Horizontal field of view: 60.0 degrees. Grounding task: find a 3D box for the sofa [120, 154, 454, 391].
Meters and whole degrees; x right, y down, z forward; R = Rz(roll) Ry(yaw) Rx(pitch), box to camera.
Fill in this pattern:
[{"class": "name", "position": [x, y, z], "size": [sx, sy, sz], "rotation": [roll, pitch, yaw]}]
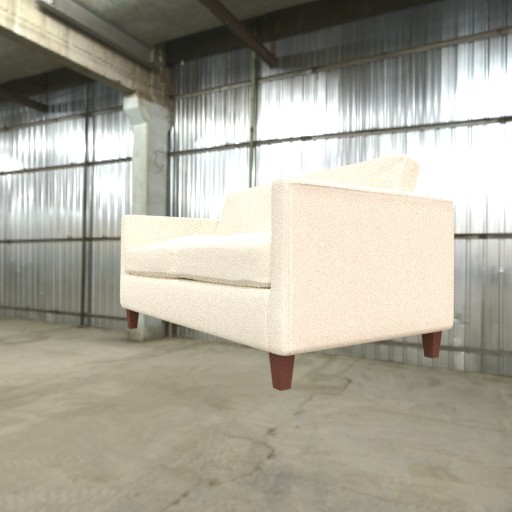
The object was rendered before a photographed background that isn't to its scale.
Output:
[{"class": "sofa", "position": [0.000, 0.000, 2.341], "size": [0.964, 0.888, 1.702], "rotation": [0, 0, -34]}]
